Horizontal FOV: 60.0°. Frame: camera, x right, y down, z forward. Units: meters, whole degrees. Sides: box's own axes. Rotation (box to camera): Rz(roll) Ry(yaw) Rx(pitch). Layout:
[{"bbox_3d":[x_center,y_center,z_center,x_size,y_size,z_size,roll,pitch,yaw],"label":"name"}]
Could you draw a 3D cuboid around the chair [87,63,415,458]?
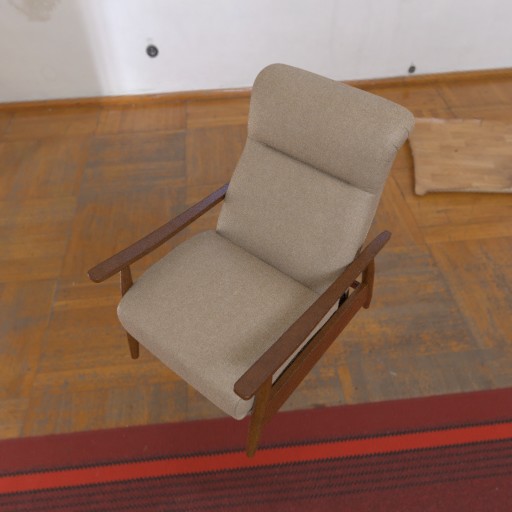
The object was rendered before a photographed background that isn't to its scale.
[{"bbox_3d":[0.000,0.000,1.778,0.762,1.082,1.030,31,55,25],"label":"chair"}]
